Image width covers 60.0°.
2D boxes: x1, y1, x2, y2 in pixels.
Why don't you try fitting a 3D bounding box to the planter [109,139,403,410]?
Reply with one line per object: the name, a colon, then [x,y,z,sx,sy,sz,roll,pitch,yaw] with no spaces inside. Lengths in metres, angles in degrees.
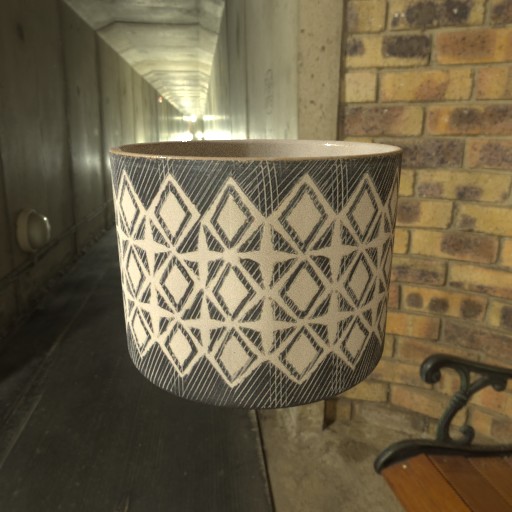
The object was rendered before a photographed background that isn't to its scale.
planter: [0.000,0.000,0.216,0.126,0.104,0.126,0,17,0]
